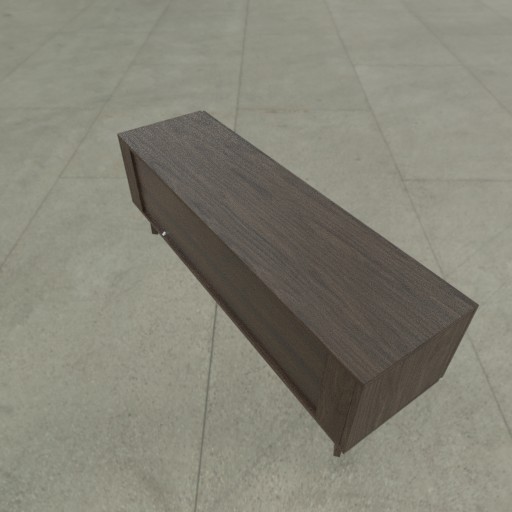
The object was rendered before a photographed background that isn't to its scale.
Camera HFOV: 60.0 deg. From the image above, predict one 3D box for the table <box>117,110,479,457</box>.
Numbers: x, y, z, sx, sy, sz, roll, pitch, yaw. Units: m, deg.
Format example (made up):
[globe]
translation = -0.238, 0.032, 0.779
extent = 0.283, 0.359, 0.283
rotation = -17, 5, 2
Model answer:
[table]
translation = 0.000, 0.000, 1.626
extent = 0.405, 0.508, 1.397
rotation = -25, 48, -25
